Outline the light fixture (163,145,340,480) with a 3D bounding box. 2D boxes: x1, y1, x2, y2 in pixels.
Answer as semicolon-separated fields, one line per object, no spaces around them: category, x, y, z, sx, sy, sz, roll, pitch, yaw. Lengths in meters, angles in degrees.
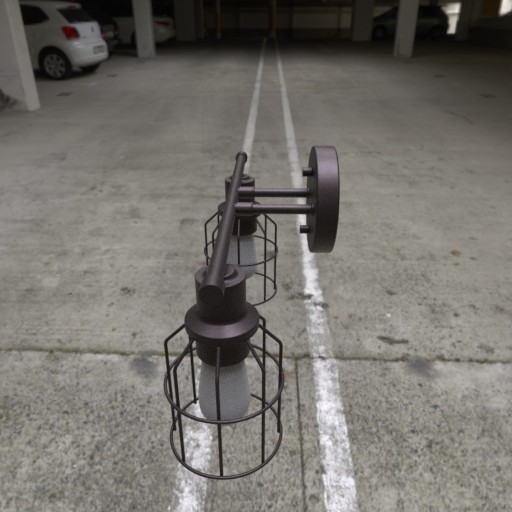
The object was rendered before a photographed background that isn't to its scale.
light fixture;0.000;0.000;0.518;0.165;0.254;0.406;1;26;1
